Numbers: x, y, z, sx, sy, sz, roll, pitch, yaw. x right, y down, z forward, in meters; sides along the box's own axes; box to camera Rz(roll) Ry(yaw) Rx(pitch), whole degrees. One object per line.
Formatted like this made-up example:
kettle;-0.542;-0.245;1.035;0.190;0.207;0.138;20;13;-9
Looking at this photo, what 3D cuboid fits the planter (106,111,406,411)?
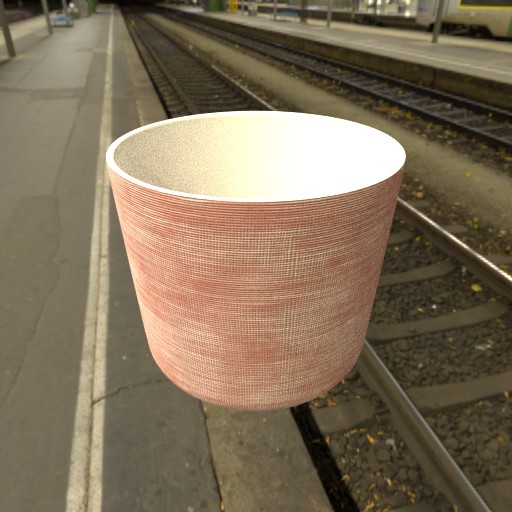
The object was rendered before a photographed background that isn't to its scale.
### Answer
planter;0.000;0.000;0.777;0.440;0.398;0.440;0;30;0
